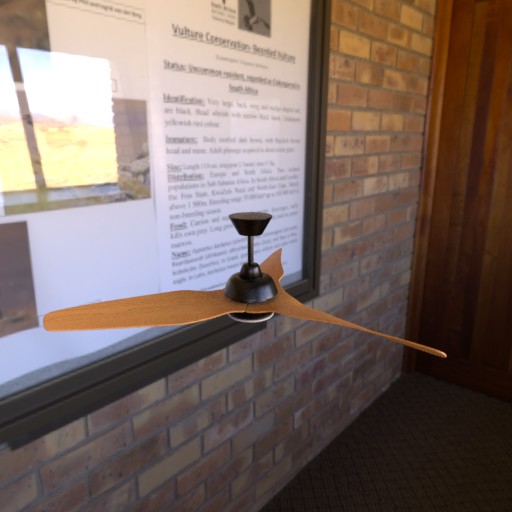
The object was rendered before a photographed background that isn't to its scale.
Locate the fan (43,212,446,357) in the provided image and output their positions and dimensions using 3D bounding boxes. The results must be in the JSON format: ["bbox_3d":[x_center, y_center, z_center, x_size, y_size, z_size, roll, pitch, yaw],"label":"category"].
[{"bbox_3d":[0.000,0.000,1.646,1.142,0.355,1.010,2,15,9],"label":"fan"}]
